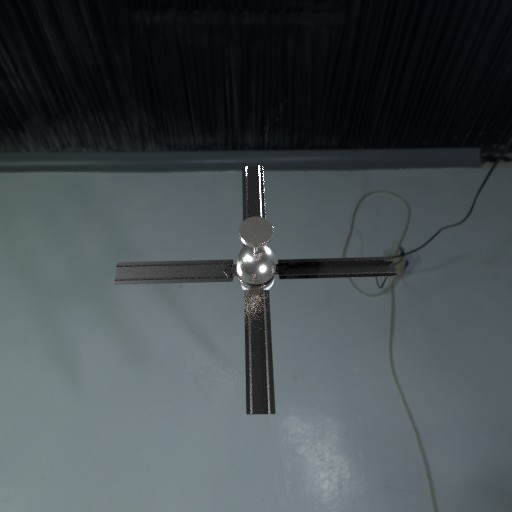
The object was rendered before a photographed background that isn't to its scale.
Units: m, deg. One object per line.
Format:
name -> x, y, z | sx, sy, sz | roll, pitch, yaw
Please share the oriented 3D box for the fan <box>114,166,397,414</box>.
fan -> 0.000, 0.000, 2.029 | 1.346, 0.406, 1.346 | -3, 58, -2
